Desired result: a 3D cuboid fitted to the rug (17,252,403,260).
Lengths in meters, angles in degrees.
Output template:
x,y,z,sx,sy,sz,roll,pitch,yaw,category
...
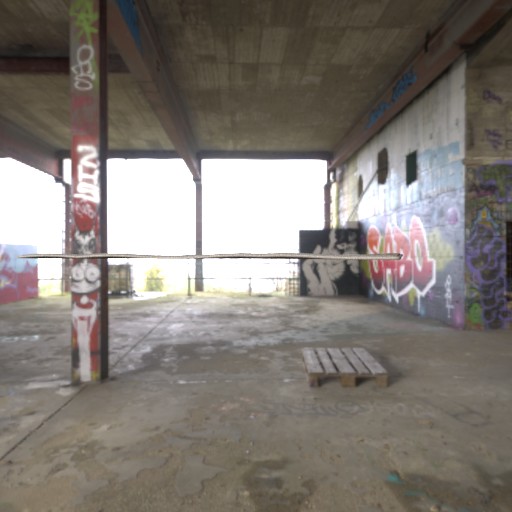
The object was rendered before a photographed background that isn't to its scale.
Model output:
x,y,z,sx,sy,sz,roll,pitch,yaw,category
0.000,0.000,0.879,0.551,0.008,0.642,0,0,18,rug
